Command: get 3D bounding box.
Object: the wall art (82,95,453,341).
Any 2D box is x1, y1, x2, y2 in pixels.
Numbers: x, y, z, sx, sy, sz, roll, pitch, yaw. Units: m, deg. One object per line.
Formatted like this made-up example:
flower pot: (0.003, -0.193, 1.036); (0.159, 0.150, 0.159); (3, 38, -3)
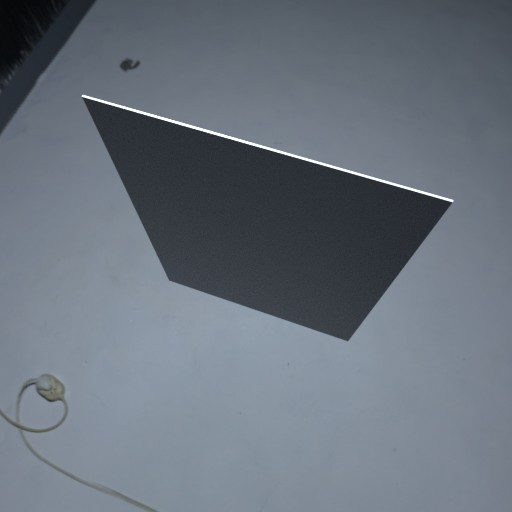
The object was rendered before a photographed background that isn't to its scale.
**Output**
wall art: (0.000, 0.000, 0.793); (0.457, 0.609, 0.003); (18, 66, 8)
